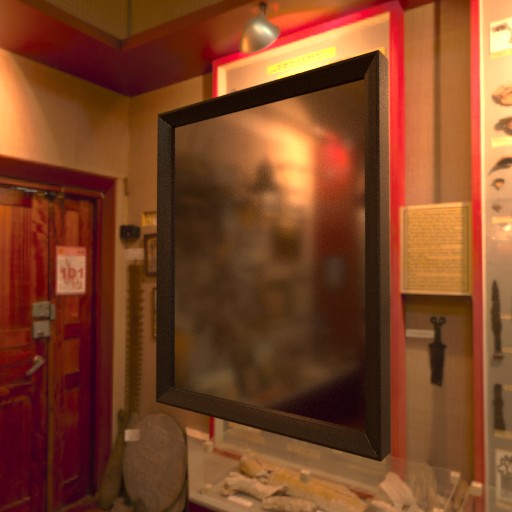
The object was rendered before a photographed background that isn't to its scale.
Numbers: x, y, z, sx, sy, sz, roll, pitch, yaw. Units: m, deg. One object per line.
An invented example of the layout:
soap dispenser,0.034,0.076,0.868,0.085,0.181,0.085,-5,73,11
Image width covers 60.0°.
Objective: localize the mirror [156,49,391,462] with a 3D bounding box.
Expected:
mirror,0.000,0.000,0.681,0.406,0.509,0.041,-1,-1,36
